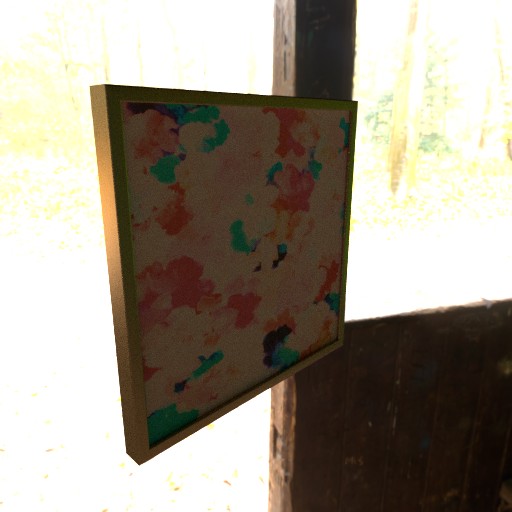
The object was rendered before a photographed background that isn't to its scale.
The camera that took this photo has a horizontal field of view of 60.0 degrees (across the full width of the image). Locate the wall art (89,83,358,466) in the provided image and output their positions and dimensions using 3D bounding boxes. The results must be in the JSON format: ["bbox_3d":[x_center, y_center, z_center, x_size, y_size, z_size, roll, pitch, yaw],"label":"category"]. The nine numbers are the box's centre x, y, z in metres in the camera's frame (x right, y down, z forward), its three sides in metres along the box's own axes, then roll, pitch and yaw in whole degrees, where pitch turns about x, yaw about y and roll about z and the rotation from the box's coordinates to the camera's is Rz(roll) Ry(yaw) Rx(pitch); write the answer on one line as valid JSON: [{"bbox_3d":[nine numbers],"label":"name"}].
[{"bbox_3d":[0.000,0.000,0.744,0.037,0.509,0.510,16,23,42],"label":"wall art"}]
